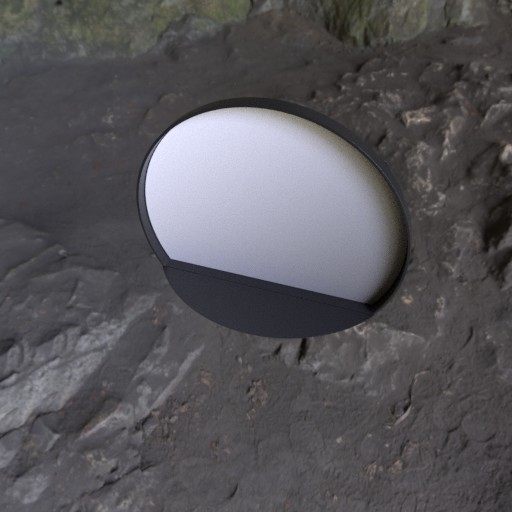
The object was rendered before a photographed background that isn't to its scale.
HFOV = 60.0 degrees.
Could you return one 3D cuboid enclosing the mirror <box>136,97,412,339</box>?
[{"bbox_3d":[0.000,0.000,0.698,0.457,0.457,0.133,12,43,13],"label":"mirror"}]
